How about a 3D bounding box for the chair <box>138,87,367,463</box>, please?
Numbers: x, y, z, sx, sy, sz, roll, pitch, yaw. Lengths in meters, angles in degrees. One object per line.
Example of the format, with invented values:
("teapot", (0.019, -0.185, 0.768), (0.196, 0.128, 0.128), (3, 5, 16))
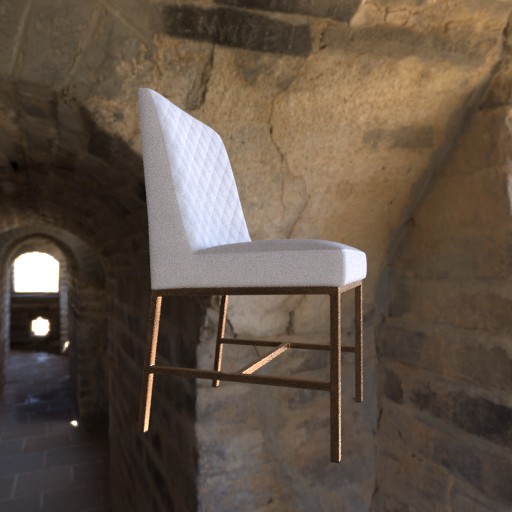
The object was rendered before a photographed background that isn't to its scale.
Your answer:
("chair", (0.000, 0.000, 1.312), (0.597, 0.933, 0.503), (0, -1, 20))
